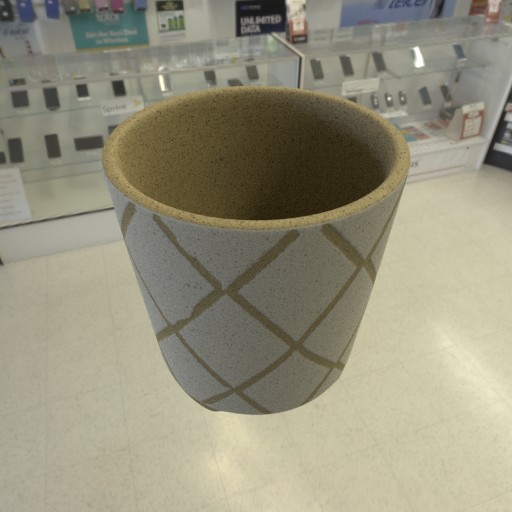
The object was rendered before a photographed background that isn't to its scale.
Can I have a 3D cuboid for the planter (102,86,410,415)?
[{"bbox_3d":[0.000,0.000,0.412,0.228,0.235,0.228,0,41,0],"label":"planter"}]
